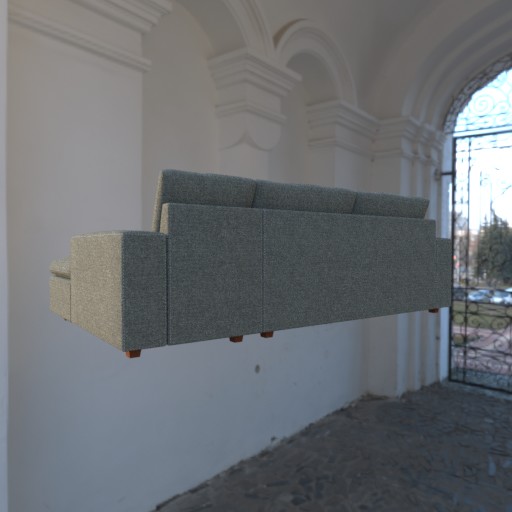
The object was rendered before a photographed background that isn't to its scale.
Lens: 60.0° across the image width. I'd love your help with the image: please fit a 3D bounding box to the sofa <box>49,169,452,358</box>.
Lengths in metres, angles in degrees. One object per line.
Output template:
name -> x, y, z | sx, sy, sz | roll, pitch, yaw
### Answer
sofa -> 0.000, 0.000, 3.503 | 2.718, 0.940, 1.689 | -1, 1, -35
